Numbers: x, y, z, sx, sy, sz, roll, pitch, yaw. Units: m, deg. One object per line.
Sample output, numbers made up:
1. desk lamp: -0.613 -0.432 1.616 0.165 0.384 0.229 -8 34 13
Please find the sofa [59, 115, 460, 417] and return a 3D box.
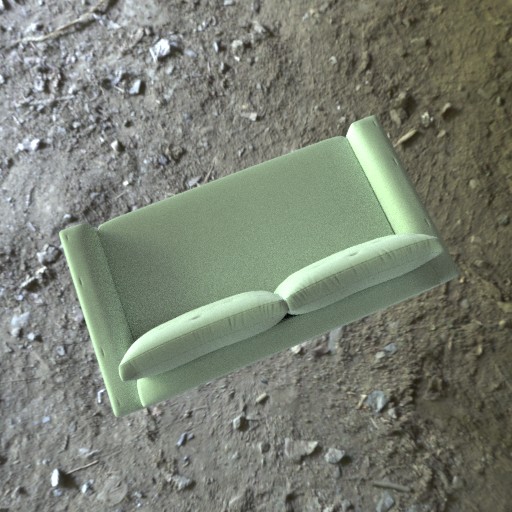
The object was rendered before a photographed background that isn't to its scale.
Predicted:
1. sofa: 0.000 0.000 2.143 1.650 0.790 0.920 -21 77 -5
